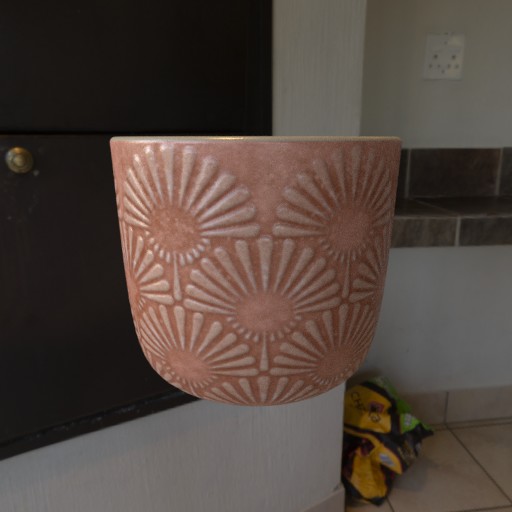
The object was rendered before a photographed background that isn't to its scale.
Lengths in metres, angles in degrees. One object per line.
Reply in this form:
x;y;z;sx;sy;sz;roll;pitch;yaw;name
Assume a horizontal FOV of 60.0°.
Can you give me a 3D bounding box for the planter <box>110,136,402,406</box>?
0.000;0.000;0.211;0.124;0.109;0.124;0;15;0;planter
